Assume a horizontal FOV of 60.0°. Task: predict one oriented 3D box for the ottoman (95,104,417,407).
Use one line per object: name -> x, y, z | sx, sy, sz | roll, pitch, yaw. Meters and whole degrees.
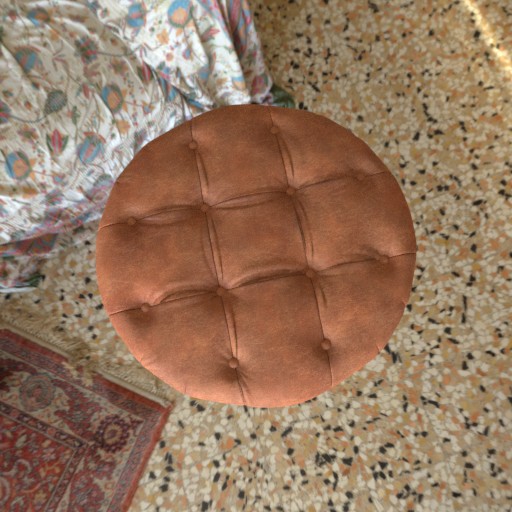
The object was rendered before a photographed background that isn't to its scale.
ottoman -> 0.000, 0.000, 1.396 | 0.901, 0.444, 0.901 | 0, 76, 0
